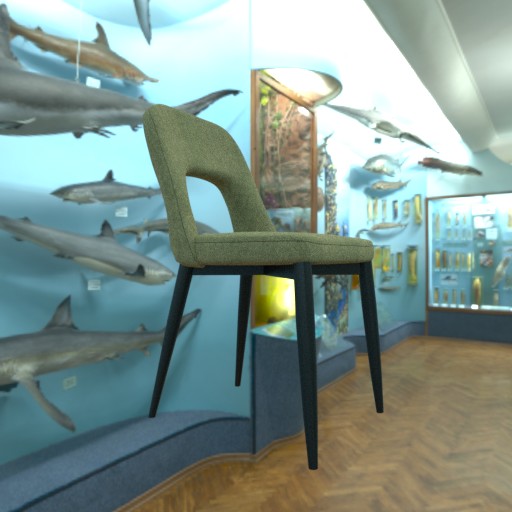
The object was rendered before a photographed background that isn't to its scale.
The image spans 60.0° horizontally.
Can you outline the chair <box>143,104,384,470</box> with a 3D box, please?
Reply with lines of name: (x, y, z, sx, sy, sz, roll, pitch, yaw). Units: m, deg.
chair: (0.000, 0.000, 1.292, 0.612, 0.931, 0.470, 0, 0, 35)
